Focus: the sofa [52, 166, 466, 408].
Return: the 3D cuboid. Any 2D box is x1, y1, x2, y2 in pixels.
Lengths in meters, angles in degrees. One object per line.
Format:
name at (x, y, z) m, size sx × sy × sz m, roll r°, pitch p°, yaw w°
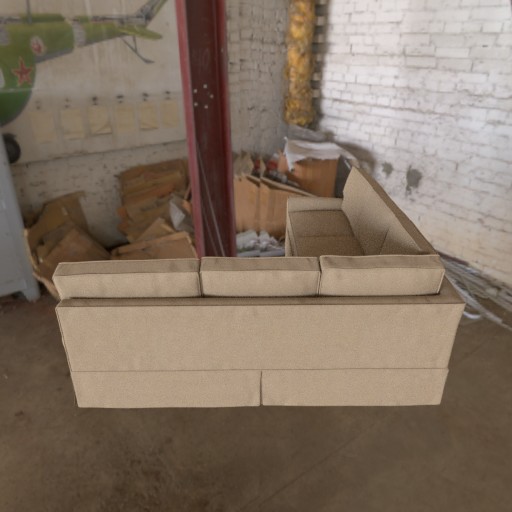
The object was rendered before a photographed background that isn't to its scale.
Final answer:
sofa at (0.000, 0.000, 4.212) m, size 2.733 × 1.124 × 2.730 m, roll 0°, pitch 27°, yaw -1°
